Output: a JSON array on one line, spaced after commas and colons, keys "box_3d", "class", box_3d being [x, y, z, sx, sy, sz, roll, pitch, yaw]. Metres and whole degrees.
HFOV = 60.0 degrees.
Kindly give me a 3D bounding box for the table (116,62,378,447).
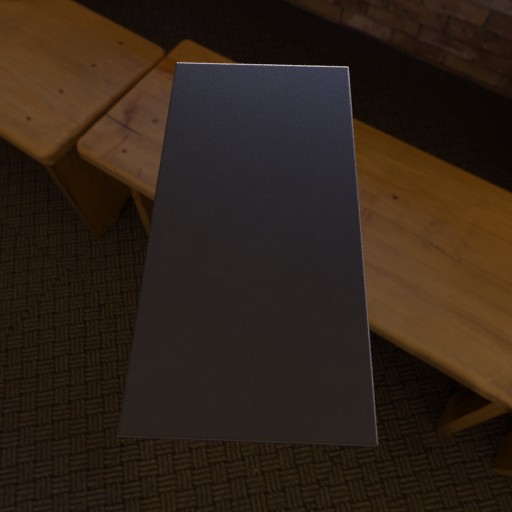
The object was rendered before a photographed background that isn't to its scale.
[{"box_3d": [0.000, 0.000, 1.394, 0.550, 0.510, 1.107, 2, 64, 1], "class": "table"}]
